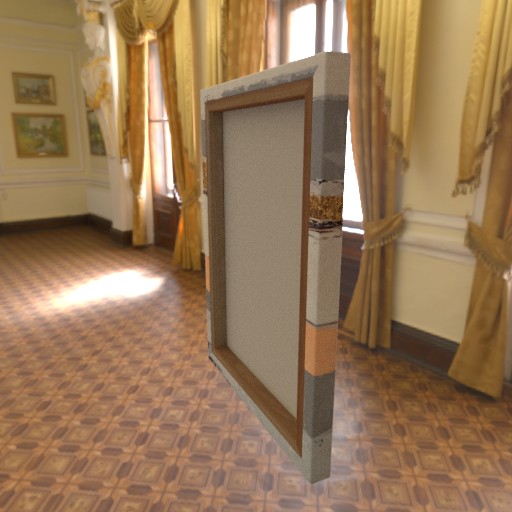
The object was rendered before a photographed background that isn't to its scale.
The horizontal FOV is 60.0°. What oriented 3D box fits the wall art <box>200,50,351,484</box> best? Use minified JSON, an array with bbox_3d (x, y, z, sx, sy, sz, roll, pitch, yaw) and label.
[{"bbox_3d":[0.000,0.000,0.803,0.038,0.609,0.456,-7,16,-25],"label":"wall art"}]
